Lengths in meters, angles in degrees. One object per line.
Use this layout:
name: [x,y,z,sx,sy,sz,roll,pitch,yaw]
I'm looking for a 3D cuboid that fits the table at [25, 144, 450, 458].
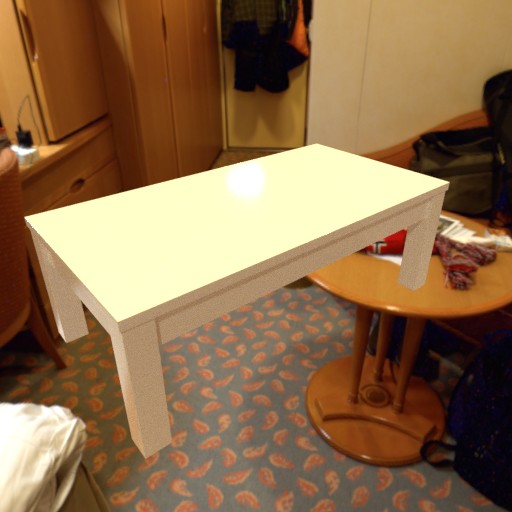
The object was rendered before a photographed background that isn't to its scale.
table: [0.000,0.000,1.677,1.350,0.470,0.700,-22,36,-34]
